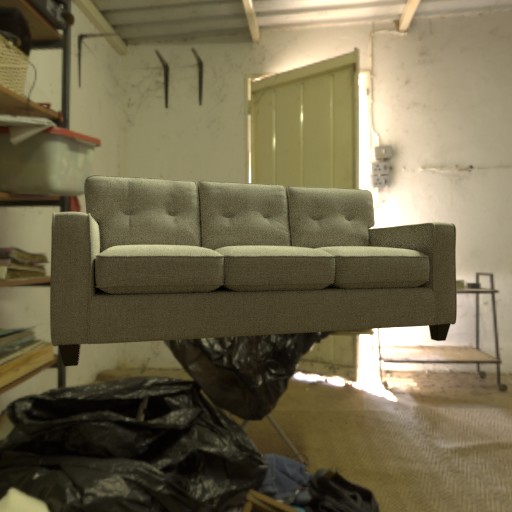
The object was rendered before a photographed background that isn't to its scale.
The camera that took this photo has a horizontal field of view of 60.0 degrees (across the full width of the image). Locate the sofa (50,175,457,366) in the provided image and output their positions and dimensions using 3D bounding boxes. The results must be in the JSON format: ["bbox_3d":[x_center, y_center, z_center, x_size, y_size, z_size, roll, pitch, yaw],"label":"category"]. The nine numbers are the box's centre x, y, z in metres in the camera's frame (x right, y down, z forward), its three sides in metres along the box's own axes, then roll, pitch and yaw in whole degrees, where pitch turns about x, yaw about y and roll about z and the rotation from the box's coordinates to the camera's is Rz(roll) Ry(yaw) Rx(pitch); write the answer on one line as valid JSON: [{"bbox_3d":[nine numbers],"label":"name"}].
[{"bbox_3d":[0.000,0.000,2.620,2.133,0.965,0.939,0,0,-17],"label":"sofa"}]
